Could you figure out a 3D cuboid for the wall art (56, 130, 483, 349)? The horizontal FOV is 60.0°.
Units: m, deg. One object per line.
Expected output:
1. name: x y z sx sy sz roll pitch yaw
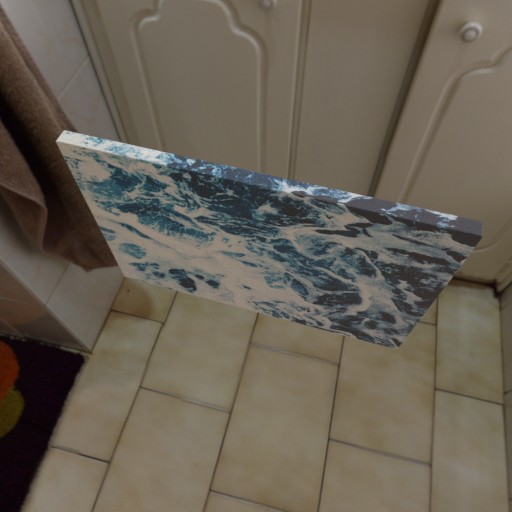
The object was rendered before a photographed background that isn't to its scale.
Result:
1. wall art: 0.000 0.000 1.180 0.915 0.610 0.042 14 59 9
